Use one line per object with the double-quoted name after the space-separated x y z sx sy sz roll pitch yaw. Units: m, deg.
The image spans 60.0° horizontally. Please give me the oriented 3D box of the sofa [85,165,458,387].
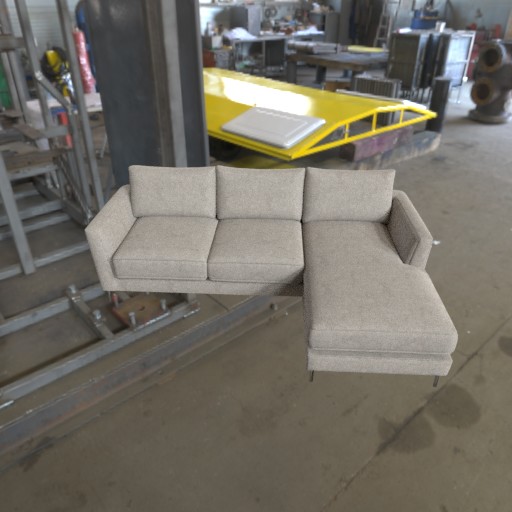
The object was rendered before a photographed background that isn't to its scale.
0.000 0.000 3.205 2.438 0.864 1.626 2 31 3 "sofa"
